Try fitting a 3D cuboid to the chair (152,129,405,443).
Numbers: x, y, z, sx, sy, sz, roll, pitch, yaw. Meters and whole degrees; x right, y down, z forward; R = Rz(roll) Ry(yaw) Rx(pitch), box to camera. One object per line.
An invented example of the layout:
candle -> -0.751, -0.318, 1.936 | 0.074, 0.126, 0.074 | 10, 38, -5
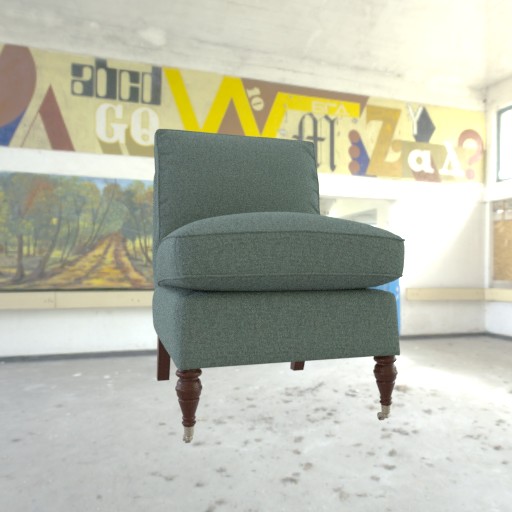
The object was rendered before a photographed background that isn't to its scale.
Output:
chair -> 0.000, 0.000, 1.427 | 0.624, 0.901, 0.796 | 0, -1, -17
